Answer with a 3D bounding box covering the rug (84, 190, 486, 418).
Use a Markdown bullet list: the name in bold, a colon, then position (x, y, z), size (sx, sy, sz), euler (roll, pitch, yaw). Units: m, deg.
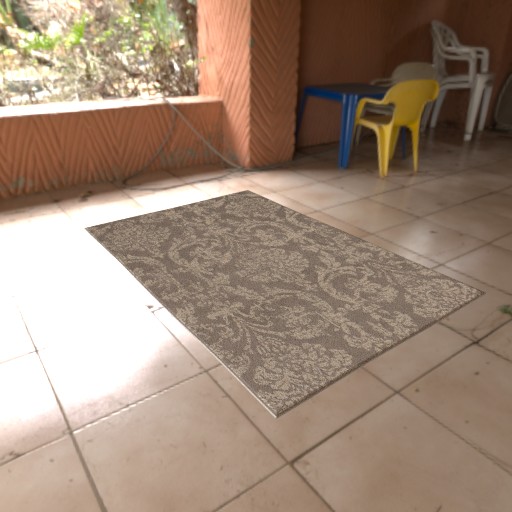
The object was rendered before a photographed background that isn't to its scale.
- **rug**: position (0.000, 0.000, 2.311), size (1.206, 0.012, 1.824), euler (-18, 32, -32)
